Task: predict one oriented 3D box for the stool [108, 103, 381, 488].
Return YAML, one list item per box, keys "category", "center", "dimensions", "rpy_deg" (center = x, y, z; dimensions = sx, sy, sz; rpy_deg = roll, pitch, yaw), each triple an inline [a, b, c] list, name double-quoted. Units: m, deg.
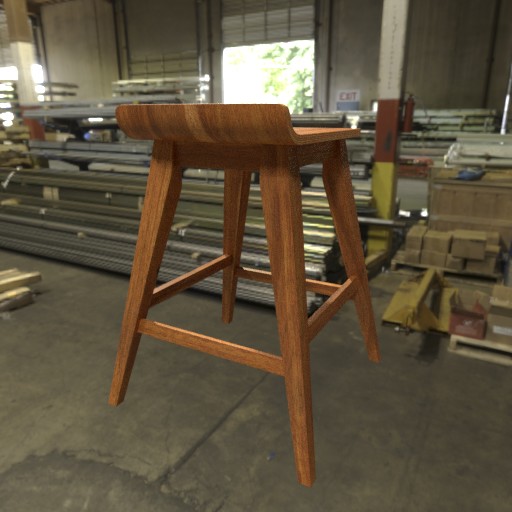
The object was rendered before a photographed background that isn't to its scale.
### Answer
- category: "stool"
  center: [0.000, 0.000, 1.014]
  dimensions: [0.500, 0.650, 0.500]
  rpy_deg: [10, 20, 27]
